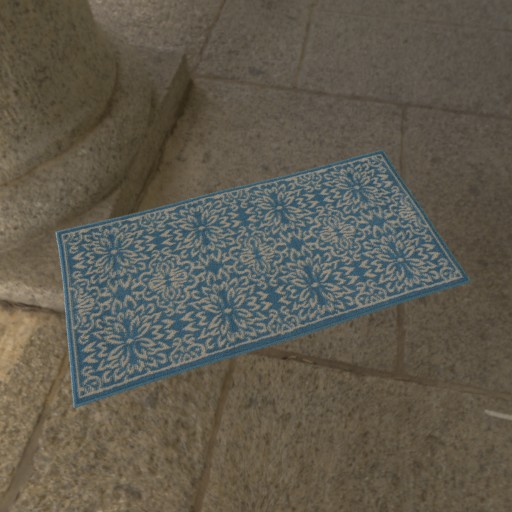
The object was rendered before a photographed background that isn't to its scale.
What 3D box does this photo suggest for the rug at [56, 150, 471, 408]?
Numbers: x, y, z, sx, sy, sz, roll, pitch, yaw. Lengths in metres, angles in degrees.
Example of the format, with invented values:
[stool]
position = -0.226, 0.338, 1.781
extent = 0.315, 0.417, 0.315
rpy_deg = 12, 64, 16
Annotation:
[rug]
position = 0.000, 0.000, 1.433
extent = 1.219, 0.007, 0.604
rpy_deg = -16, 59, -10
